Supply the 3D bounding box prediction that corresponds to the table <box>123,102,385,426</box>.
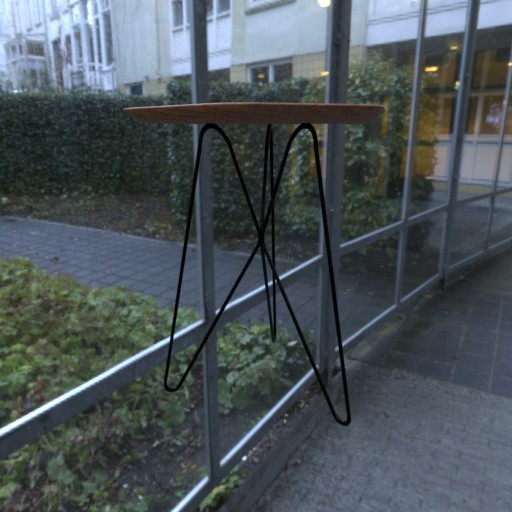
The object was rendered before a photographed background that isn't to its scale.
[{"bbox_3d":[0.000,0.000,0.894,0.500,0.562,0.400,15,22,42],"label":"table"}]
